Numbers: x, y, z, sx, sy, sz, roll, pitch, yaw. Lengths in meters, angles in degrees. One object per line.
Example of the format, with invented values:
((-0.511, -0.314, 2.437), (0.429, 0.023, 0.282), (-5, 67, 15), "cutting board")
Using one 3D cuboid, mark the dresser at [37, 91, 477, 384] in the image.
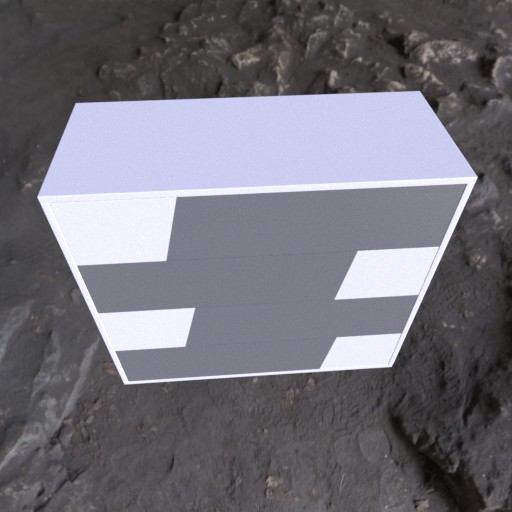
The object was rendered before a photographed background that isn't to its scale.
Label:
((0.000, 0.000, 1.624), (1.100, 1.000, 0.460), (-3, 47, -3), "dresser")
